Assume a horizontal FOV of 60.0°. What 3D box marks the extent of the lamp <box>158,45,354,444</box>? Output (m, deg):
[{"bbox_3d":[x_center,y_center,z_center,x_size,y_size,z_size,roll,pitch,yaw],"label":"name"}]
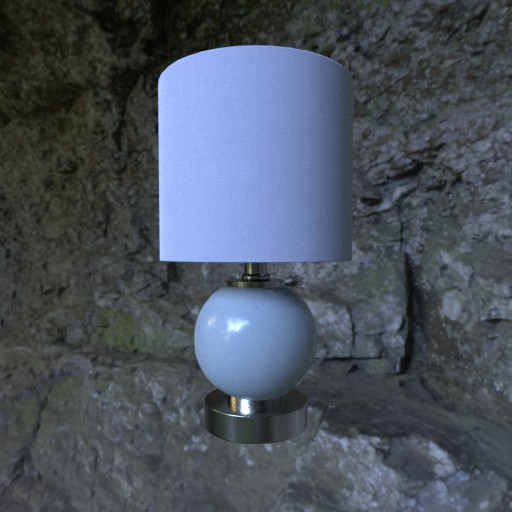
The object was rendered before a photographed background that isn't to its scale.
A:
[{"bbox_3d":[0.000,0.000,0.469,0.201,0.353,0.201,0,1,-18],"label":"lamp"}]
